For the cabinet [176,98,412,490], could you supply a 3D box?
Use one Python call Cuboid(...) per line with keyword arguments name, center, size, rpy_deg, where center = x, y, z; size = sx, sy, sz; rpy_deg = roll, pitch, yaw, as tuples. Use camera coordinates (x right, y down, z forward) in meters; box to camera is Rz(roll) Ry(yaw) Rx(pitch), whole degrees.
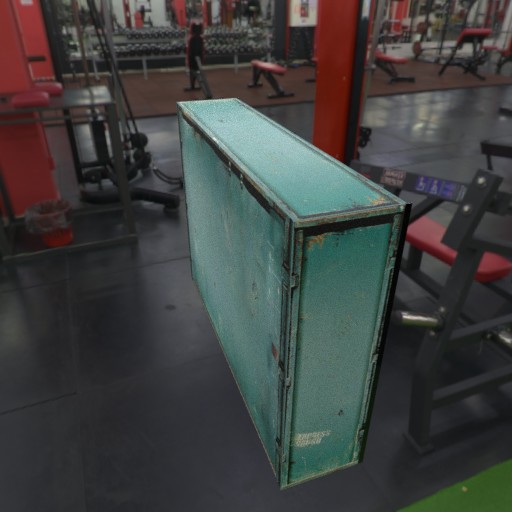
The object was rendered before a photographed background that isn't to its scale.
Cuboid(name="cabinet", center=(0.000, 0.000, 3.991), size=(0.680, 2.160, 3.001), rpy_deg=(-10, 32, -17))
